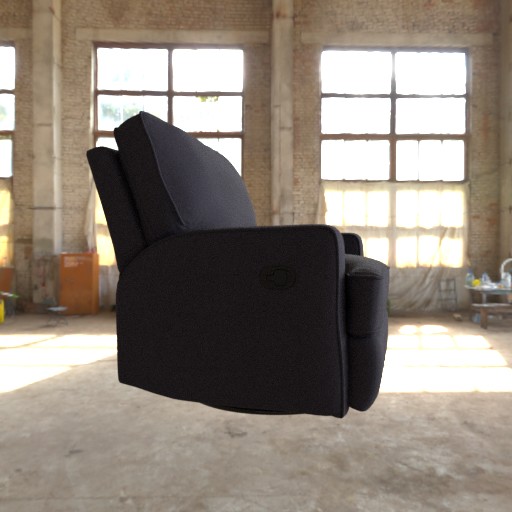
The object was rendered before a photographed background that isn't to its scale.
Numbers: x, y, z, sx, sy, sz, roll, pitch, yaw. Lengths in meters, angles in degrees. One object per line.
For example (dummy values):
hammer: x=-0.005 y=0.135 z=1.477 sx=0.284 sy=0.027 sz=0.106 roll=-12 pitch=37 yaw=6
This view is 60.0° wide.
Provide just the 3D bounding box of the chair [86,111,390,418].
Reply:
chair: x=0.000 y=0.000 z=1.686 sx=0.964 sy=0.962 sz=0.861 roll=0 pitch=1 yaw=18
